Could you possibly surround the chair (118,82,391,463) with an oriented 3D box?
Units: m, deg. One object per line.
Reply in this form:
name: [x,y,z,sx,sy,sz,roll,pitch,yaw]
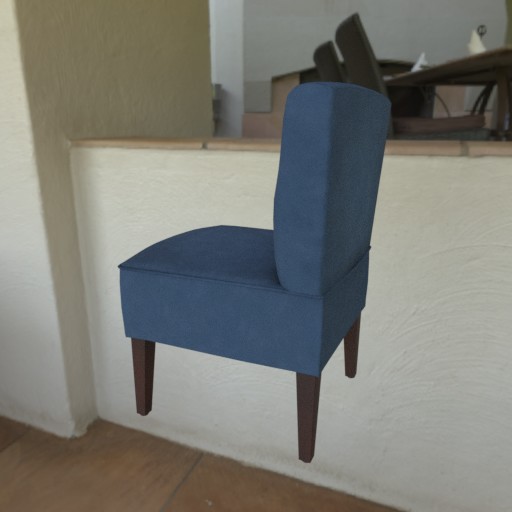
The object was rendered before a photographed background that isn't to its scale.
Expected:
chair: [0.000,0.000,1.153,0.551,0.806,0.521,8,18,25]
